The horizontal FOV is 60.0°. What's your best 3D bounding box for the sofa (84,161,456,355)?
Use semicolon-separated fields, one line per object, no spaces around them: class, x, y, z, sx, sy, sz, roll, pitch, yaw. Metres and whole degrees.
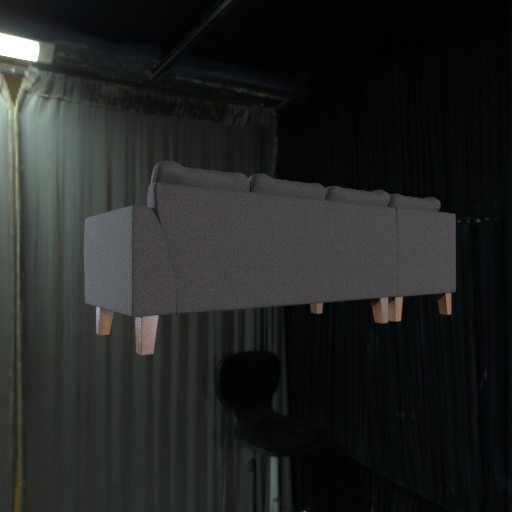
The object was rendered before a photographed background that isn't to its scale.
sofa;0.000;0.000;3.499;2.679;0.932;1.829;0;0;-36
